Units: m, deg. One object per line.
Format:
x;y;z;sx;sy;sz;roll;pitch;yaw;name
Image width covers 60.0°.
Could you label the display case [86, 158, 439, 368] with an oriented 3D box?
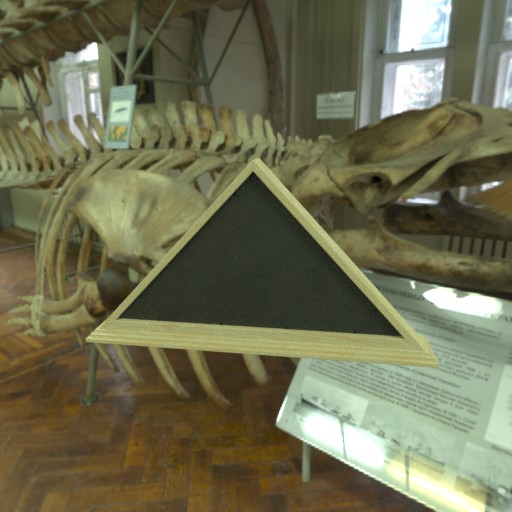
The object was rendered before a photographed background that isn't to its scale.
0.000;0.000;0.795;0.640;0.340;0.095;2;16;8;display case
